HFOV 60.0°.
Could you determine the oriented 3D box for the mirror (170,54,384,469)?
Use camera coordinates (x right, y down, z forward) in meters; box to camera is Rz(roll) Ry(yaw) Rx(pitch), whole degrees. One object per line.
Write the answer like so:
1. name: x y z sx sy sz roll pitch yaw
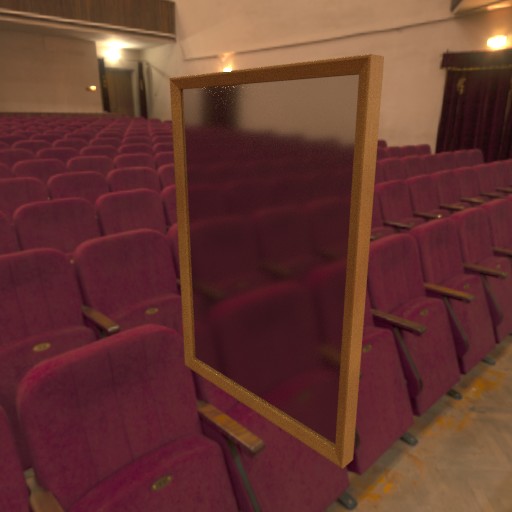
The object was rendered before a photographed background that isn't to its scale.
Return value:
1. mirror: 0.000 0.000 0.910 0.039 0.710 0.507 -16 23 -41
